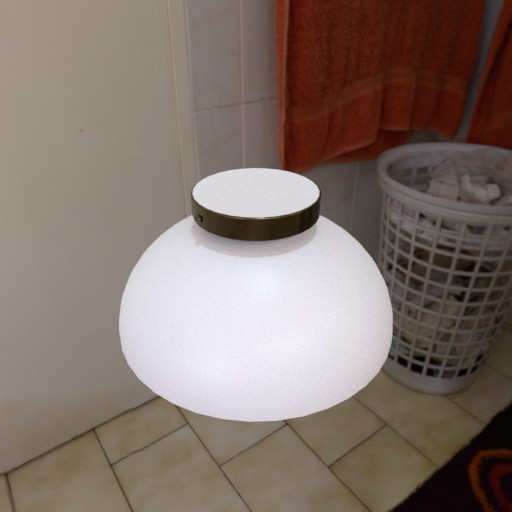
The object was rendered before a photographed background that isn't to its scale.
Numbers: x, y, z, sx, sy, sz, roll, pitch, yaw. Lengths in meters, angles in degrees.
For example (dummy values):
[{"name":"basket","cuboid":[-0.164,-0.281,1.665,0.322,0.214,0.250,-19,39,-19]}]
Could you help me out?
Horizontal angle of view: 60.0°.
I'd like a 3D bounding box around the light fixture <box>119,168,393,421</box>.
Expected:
[{"name":"light fixture","cuboid":[0.000,0.000,0.552,0.355,0.177,0.355,0,31,0]}]
